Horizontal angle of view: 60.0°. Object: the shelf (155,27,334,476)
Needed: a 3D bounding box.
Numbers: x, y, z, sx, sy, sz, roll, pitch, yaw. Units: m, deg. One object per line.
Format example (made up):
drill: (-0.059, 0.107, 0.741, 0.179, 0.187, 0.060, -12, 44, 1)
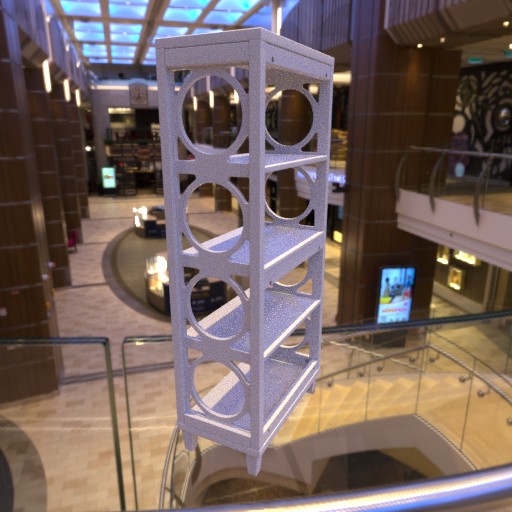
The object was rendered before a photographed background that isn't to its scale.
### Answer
shelf: (0.000, 0.000, 1.652, 0.340, 1.411, 0.611, 8, 18, 26)
